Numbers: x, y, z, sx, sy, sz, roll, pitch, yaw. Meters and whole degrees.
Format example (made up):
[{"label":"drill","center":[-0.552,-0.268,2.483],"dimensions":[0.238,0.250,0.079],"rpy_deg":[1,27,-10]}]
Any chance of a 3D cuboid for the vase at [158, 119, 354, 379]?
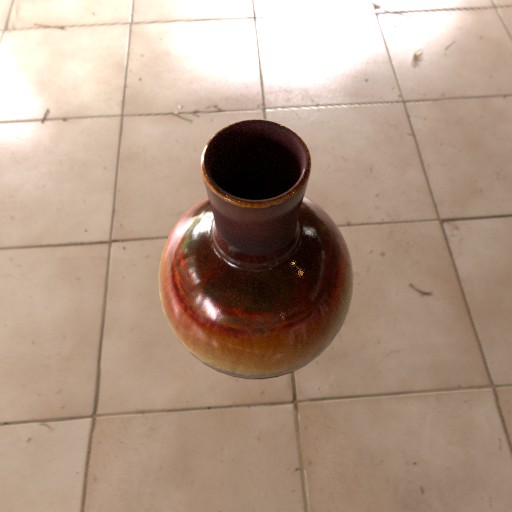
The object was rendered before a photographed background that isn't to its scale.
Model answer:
[{"label":"vase","center":[0.000,0.000,0.232],"dimensions":[0.111,0.154,0.111],"rpy_deg":[0,62,0]}]
